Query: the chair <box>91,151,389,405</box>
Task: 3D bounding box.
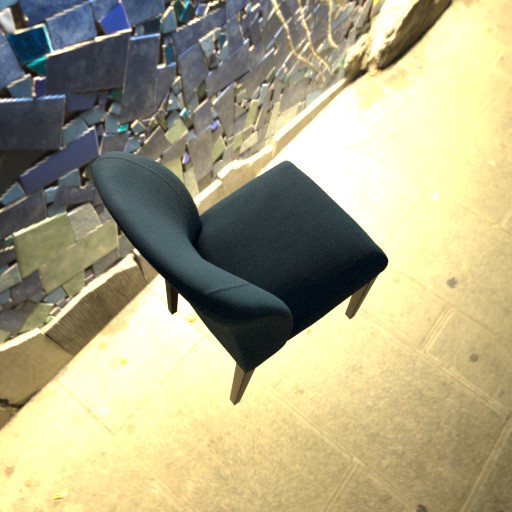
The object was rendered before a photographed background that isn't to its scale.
[{"bbox_3d":[0.000,0.000,1.262,0.620,0.879,0.507,-33,65,-17],"label":"chair"}]
